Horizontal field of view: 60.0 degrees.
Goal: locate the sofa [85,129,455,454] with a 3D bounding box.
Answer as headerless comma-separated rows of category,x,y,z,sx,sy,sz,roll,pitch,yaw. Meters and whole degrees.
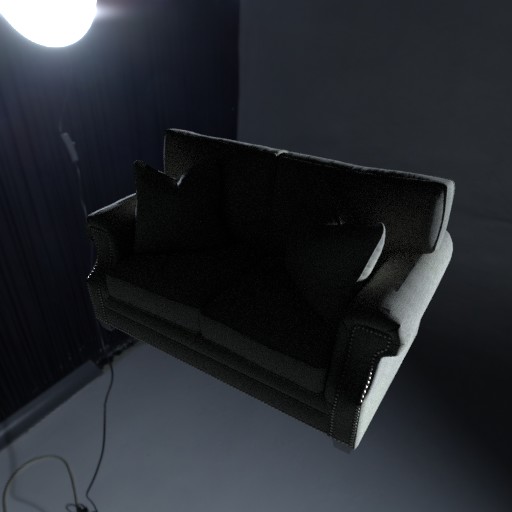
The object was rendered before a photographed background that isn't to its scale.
sofa,0.000,0.000,2.227,1.701,0.966,0.966,18,34,28
